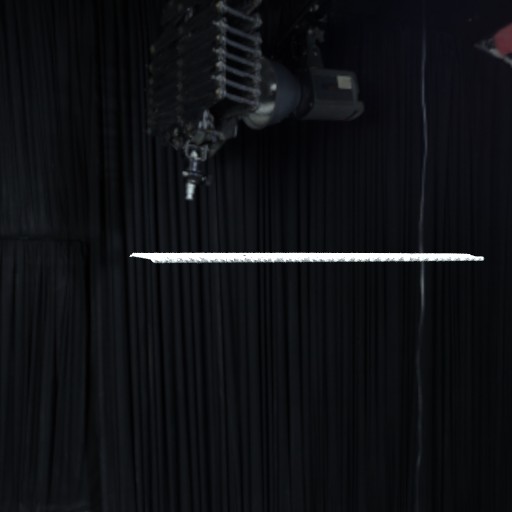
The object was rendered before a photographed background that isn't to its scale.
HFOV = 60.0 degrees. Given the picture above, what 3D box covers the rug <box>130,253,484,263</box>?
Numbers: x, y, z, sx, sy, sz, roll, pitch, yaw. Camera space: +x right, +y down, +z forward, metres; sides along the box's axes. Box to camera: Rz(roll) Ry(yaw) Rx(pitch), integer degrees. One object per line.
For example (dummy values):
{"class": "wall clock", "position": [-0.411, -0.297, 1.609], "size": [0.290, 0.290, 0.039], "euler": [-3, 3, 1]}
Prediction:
{"class": "rug", "position": [0.000, 0.000, 2.872], "size": [1.494, 0.031, 2.307], "euler": [0, 0, -18]}
